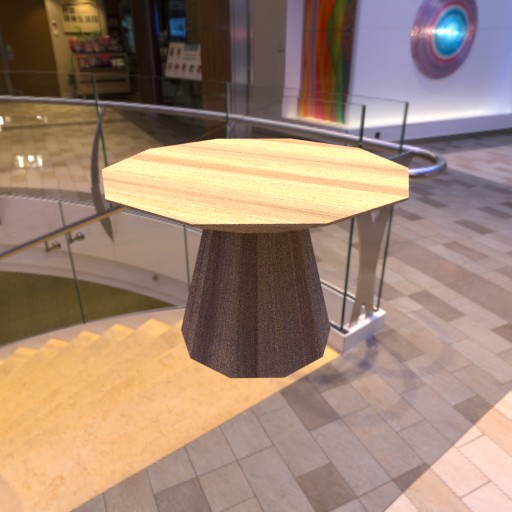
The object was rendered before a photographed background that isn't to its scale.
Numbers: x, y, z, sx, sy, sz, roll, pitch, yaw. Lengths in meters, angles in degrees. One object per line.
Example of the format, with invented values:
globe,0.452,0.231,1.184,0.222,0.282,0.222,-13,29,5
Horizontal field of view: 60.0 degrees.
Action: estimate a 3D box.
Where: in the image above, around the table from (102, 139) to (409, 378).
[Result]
table,0.000,0.000,1.881,1.186,0.752,1.186,0,26,0
